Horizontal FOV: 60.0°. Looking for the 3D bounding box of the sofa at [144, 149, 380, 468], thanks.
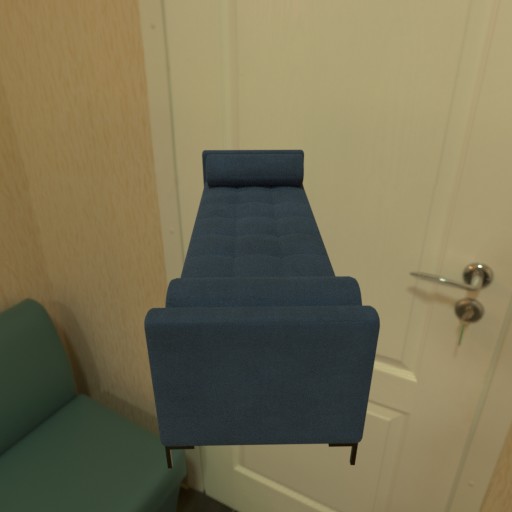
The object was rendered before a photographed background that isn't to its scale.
[{"bbox_3d":[0.000,0.000,2.272,0.686,0.635,1.981,-1,27,-1],"label":"sofa"}]
